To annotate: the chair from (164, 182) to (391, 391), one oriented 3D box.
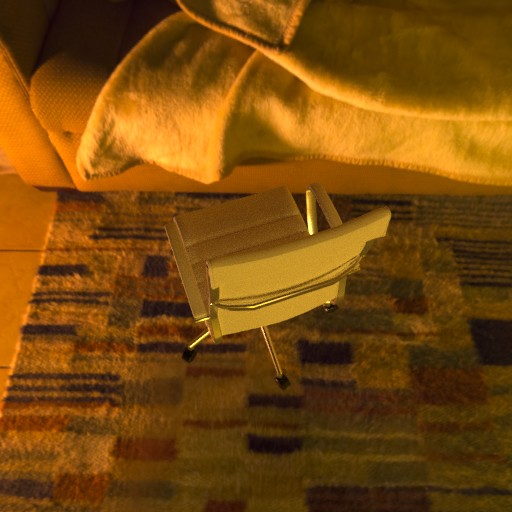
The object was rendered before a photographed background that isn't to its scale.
[{"bbox_3d":[0.000,0.000,1.620,0.766,1.149,0.739,-17,61,-10],"label":"chair"}]
